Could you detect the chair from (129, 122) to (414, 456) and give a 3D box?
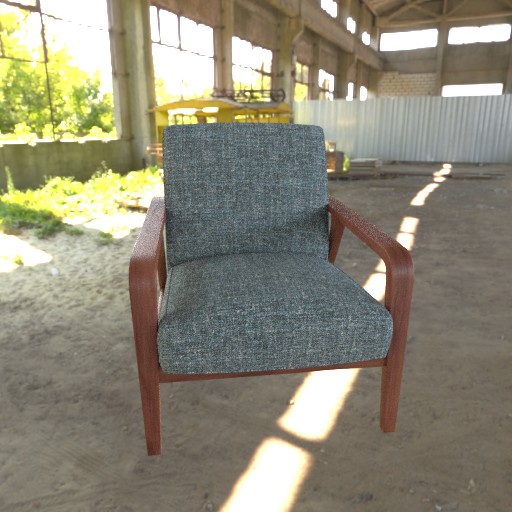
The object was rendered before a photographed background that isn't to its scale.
[{"bbox_3d":[0.000,0.000,1.475,0.719,0.864,0.889,-2,16,-8],"label":"chair"}]
